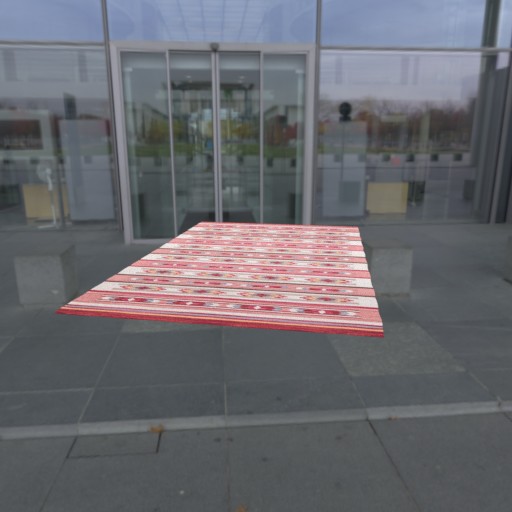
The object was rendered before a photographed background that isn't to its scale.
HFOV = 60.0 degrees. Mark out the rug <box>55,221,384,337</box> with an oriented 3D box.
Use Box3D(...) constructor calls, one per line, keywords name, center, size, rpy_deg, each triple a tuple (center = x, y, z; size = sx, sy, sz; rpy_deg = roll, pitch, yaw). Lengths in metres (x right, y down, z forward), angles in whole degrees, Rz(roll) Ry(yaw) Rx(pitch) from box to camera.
Box3D(name="rug", center=(0.000, 0.000, 3.147), size=(1.535, 0.010, 2.431), rpy_deg=(3, 15, 10))
